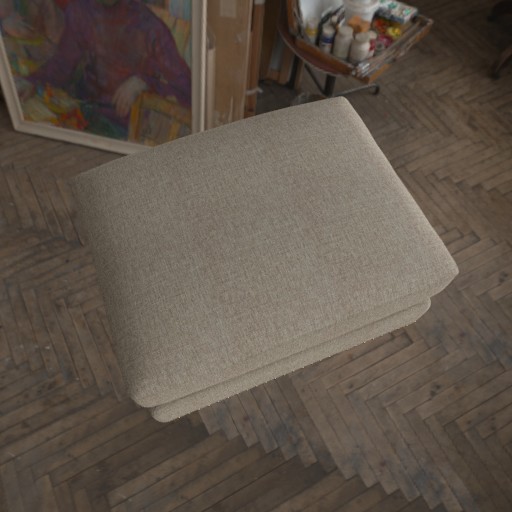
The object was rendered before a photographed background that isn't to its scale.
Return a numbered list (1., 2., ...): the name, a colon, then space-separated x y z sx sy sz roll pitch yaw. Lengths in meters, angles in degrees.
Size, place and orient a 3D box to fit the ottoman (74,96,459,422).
1. ottoman: 0.000 0.000 1.167 0.741 0.513 0.584 -19 65 -9
